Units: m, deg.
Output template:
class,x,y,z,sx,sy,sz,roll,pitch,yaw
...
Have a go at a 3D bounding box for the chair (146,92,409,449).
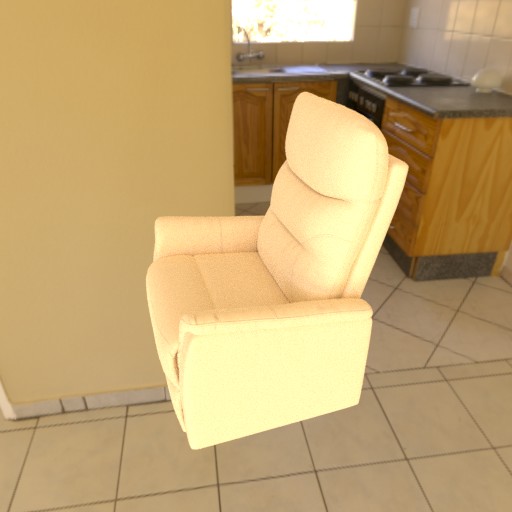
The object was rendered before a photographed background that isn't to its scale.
class,x,y,z,sx,sy,sz,roll,pitch,yaw
chair,0.000,0.000,1.683,0.831,1.082,0.775,-9,31,-16
